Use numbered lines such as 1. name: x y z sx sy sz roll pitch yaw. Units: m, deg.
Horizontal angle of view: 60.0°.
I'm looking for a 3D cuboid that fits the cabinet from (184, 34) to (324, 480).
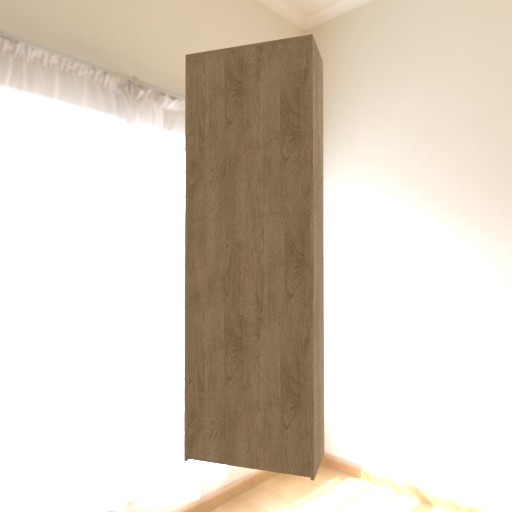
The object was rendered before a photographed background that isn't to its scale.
1. cabinet: 0.000 0.000 1.816 0.520 1.630 0.250 0 -1 18
